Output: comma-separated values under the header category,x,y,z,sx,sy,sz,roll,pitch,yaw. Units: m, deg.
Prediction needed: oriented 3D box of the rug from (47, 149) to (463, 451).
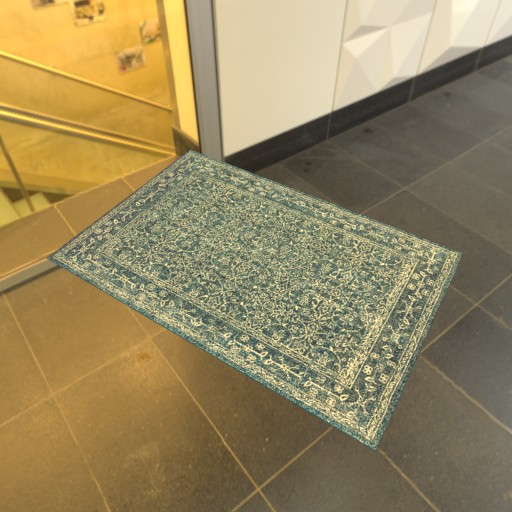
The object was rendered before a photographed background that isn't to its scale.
category,x,y,z,sx,sy,sz,roll,pitch,yaw
rug,0.000,0.000,2.315,1.819,0.005,1.200,25,51,22
